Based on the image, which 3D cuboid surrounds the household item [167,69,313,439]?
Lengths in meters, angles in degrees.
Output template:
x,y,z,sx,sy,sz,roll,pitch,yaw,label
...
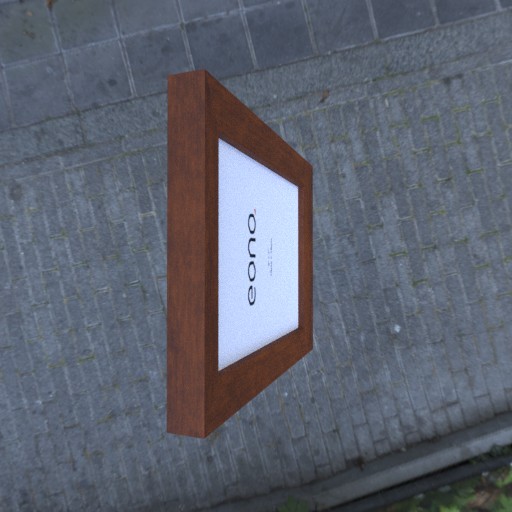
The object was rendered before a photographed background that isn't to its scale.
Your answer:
x,y,z,sx,sy,sz,roll,pitch,yaw,label
0.000,0.000,0.293,0.096,0.204,0.160,0,89,1,household item
